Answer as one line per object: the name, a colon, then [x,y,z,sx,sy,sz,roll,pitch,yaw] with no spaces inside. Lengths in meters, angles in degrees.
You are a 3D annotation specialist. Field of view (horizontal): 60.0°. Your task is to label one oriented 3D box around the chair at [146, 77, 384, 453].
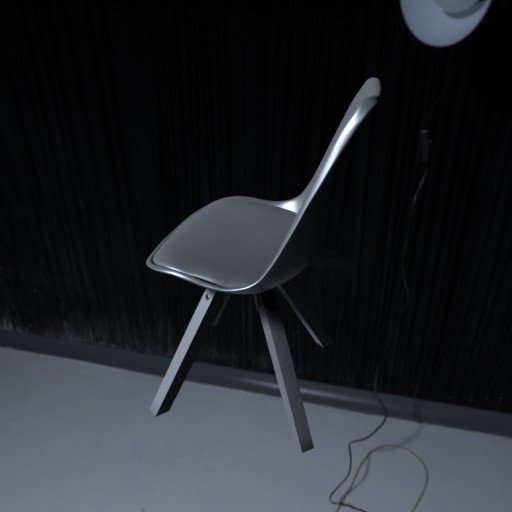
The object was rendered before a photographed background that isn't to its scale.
chair: [0.000,0.000,1.144,0.530,0.850,0.485,8,31,13]
